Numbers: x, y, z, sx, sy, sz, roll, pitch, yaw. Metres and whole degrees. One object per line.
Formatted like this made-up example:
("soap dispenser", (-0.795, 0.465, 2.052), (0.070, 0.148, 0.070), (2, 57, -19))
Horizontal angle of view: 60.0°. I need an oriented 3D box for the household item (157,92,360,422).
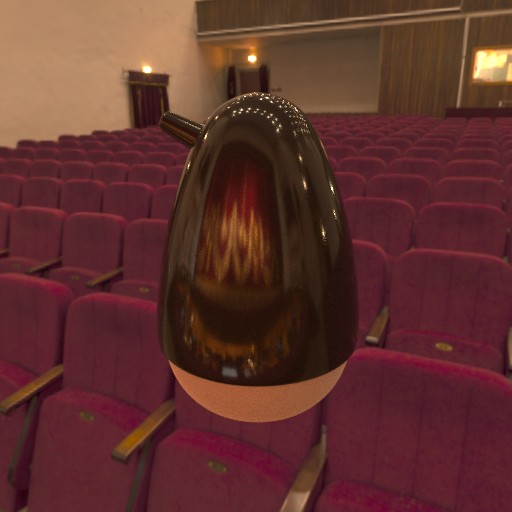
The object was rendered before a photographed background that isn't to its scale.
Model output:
("household item", (0.000, 0.000, 0.219), (0.104, 0.152, 0.102), (8, 19, 25))
